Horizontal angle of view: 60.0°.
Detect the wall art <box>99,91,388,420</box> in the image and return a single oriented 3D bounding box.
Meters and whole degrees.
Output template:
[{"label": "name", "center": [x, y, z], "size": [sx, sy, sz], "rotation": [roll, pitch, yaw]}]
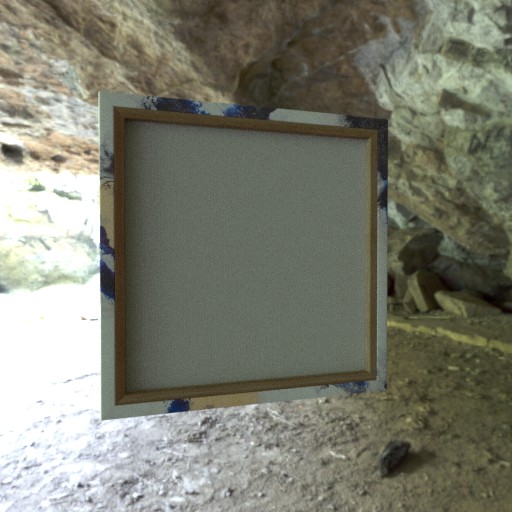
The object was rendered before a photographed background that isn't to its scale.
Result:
[{"label": "wall art", "center": [0.000, 0.000, 1.334], "size": [0.887, 0.885, 0.038], "rotation": [0, 1, -17]}]
